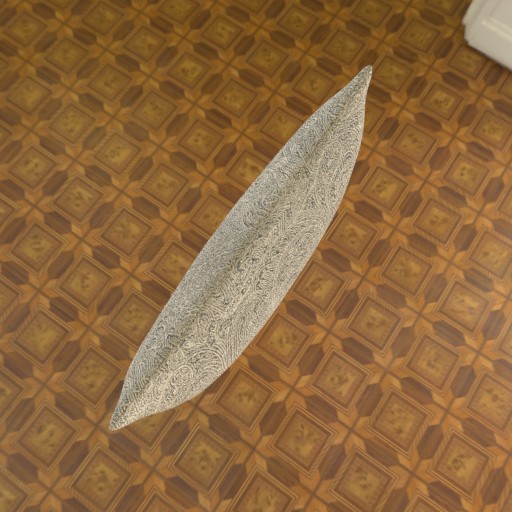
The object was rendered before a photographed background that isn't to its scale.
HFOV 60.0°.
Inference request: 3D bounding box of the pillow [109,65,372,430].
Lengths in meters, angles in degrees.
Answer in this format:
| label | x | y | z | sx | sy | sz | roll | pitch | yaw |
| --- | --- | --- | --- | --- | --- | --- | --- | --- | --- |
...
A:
| label | x | y | z | sx | sy | sz | roll | pitch | yaw |
| --- | --- | --- | --- | --- | --- | --- | --- | --- | --- |
| pillow | 0.000 | 0.000 | 0.732 | 0.151 | 0.295 | 0.615 | 33 | 77 | 9 |
